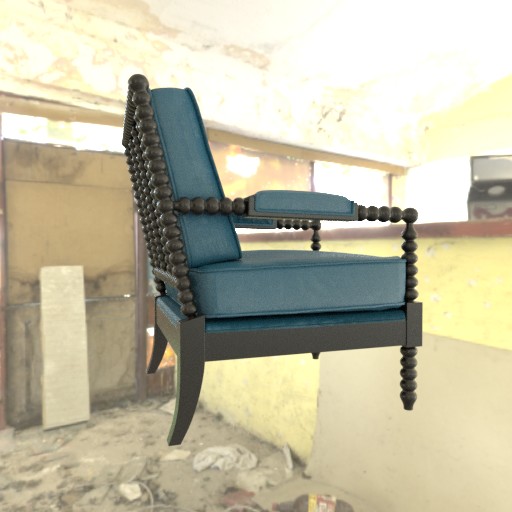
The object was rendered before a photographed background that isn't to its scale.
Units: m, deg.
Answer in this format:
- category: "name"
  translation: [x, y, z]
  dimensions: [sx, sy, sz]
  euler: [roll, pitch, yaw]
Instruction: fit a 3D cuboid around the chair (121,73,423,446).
- category: "chair"
  translation: [0.000, 0.000, 1.413]
  dimensions: [0.805, 0.857, 0.688]
  euler: [0, 1, -18]
